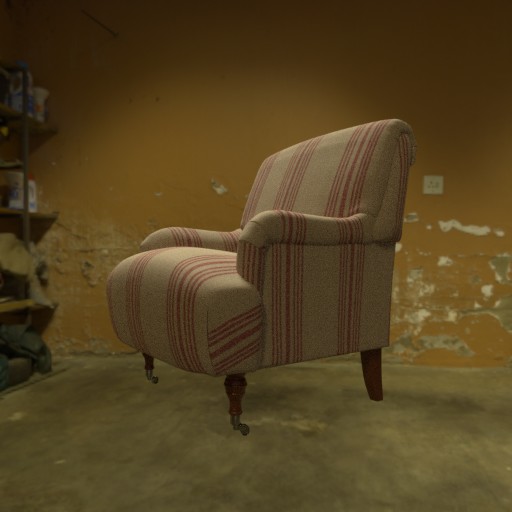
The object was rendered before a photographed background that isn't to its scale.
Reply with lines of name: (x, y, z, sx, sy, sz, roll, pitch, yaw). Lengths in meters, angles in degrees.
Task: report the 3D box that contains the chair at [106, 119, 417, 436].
chair: (0.000, 0.000, 1.846, 1.058, 1.123, 0.933, 0, -1, -36)
